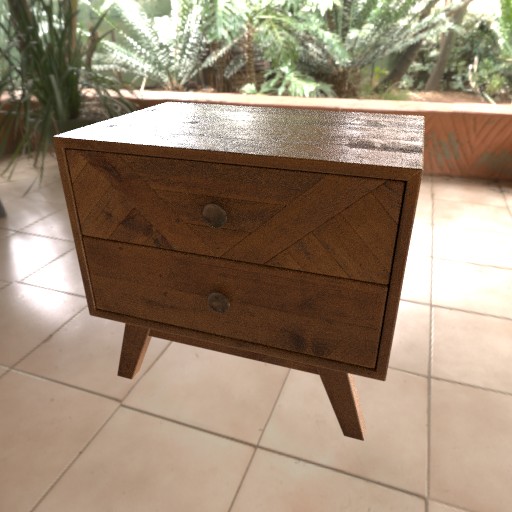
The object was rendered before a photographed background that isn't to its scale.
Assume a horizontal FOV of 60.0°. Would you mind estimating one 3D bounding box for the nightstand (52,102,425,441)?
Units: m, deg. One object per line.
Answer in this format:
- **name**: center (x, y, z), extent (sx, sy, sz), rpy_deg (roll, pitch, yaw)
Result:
- **nightstand**: center (0.000, 0.000, 1.042), extent (0.650, 0.599, 0.450), rpy_deg (9, 29, 17)
